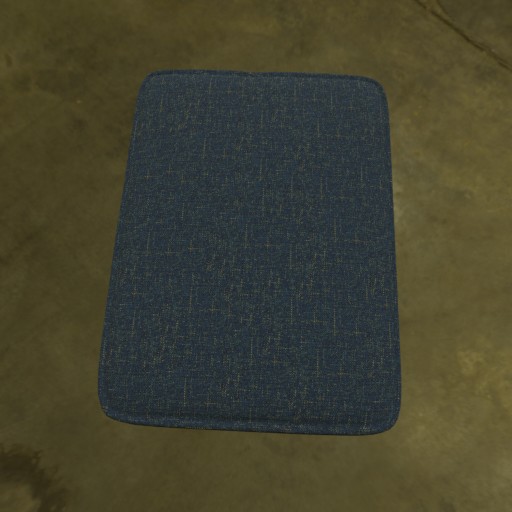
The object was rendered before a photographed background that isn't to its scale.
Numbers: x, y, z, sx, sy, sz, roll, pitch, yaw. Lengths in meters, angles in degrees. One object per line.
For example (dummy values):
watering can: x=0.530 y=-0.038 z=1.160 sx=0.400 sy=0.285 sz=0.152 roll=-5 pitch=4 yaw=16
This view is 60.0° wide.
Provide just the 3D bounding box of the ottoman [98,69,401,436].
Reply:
ottoman: x=0.000 y=0.000 z=1.044 sx=0.549 sy=0.450 sz=0.749 roll=2 pitch=73 yaw=1
